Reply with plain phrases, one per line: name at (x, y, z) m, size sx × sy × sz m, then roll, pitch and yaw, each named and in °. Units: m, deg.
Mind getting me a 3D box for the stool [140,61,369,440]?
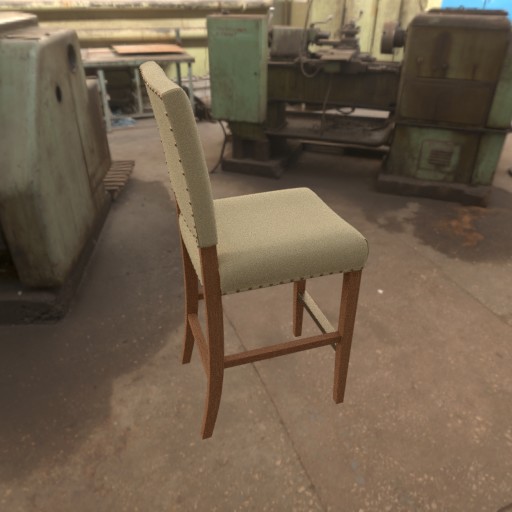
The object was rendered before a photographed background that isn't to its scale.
stool at (0.000, 0.000, 1.479) m, size 0.584 × 1.168 × 0.445 m, roll -10°, pitch 33°, yaw -16°
